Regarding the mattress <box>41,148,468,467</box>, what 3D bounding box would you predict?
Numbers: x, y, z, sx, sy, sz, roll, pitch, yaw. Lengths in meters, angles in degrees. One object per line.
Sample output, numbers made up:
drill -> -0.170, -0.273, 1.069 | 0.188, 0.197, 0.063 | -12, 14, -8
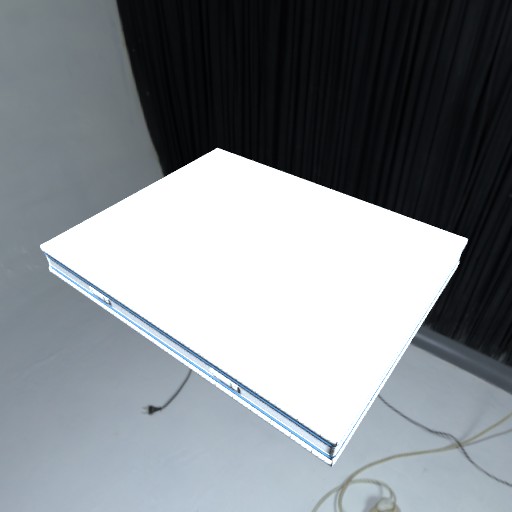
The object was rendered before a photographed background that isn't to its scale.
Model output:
mattress -> 0.000, 0.000, 2.712 | 2.000, 0.230, 1.600 | 26, 46, 28
